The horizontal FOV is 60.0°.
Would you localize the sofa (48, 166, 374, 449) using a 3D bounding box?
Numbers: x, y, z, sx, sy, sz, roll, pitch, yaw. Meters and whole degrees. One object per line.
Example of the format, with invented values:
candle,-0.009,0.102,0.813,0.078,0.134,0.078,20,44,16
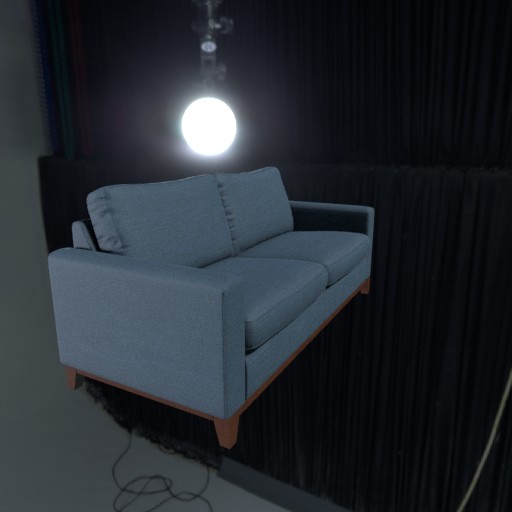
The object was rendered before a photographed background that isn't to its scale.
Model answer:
sofa,0.000,0.000,2.412,0.877,0.865,1.900,8,17,27
